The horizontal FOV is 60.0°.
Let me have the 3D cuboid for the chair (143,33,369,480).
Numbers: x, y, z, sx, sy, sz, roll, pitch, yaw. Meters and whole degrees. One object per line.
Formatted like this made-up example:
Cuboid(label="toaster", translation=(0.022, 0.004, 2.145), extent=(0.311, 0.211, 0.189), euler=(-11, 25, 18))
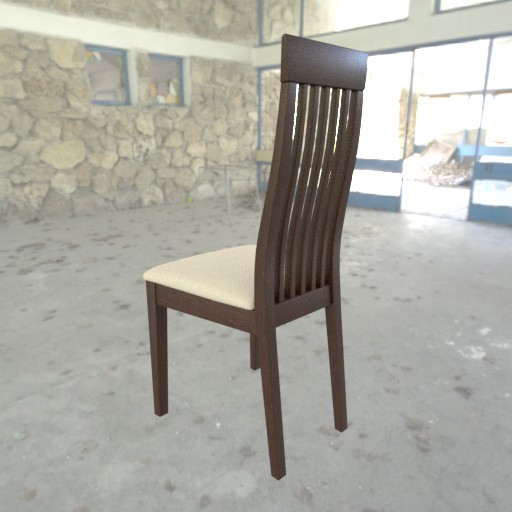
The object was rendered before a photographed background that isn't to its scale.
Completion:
Cuboid(label="chair", translation=(0.000, 0.000, 1.242), extent=(0.460, 1.027, 0.474), euler=(-14, 20, -42))
